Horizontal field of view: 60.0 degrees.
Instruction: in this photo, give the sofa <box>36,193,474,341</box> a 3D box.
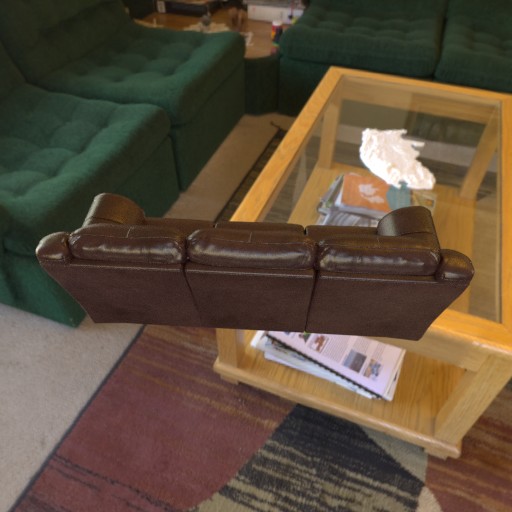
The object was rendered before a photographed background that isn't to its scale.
[{"bbox_3d":[0.000,0.000,2.845,2.337,1.043,0.991,3,45,3],"label":"sofa"}]
